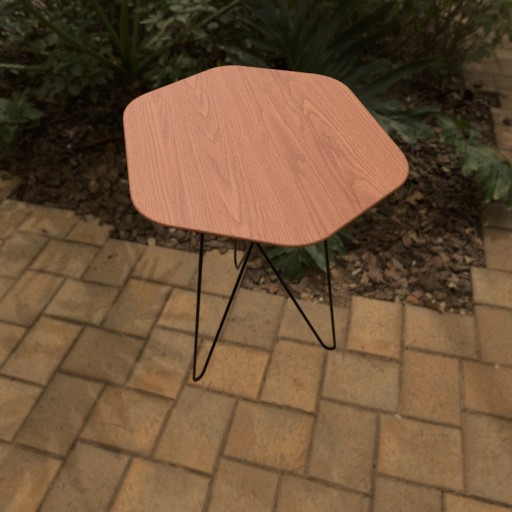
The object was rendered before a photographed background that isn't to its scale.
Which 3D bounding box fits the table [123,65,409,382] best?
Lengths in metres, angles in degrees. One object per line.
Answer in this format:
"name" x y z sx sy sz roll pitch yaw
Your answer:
"table" 0.000 0.000 0.899 0.400 0.562 0.500 -11 48 -10
